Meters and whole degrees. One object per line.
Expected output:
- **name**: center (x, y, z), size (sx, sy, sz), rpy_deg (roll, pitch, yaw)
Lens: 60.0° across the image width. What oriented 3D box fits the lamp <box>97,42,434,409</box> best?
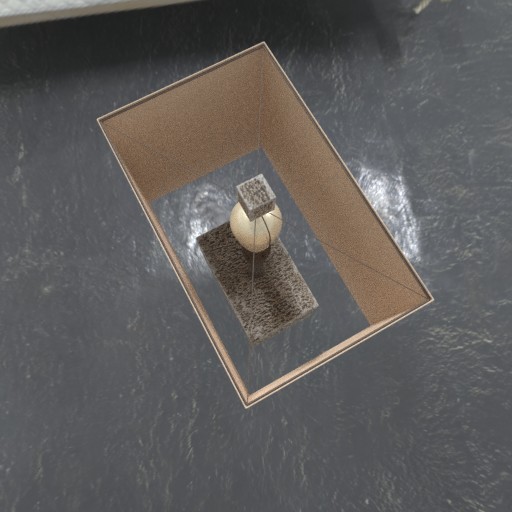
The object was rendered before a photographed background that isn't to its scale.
- **lamp**: center (0.000, 0.000, 0.564), size (0.180, 0.411, 0.294), rpy_deg (-28, 77, -7)
